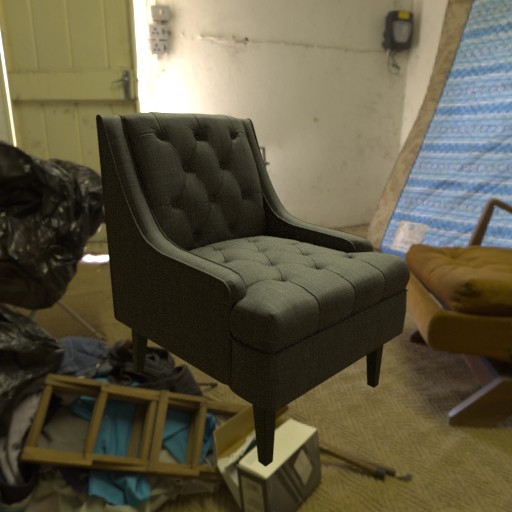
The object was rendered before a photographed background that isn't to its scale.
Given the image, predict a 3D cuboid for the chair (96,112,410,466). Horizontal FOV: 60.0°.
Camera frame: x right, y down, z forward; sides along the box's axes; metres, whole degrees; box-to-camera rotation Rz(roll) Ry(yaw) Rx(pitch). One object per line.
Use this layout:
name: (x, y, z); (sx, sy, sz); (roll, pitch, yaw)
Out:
chair: (0.000, 0.000, 1.420); (0.655, 0.891, 0.771); (-15, 21, -42)
